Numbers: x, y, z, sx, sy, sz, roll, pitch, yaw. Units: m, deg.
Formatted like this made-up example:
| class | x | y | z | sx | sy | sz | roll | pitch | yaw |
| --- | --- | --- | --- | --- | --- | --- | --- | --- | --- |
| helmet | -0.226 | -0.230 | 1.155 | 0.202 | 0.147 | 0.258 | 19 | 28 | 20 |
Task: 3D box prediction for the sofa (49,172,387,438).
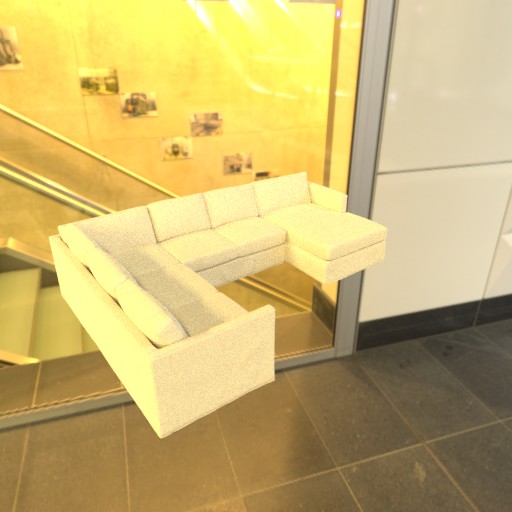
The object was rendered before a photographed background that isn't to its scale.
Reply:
| class | x | y | z | sx | sy | sz | roll | pitch | yaw |
| --- | --- | --- | --- | --- | --- | --- | --- | --- | --- |
| sofa | 0.000 | 0.000 | 4.657 | 3.460 | 0.882 | 2.427 | -18 | 32 | -33 |
